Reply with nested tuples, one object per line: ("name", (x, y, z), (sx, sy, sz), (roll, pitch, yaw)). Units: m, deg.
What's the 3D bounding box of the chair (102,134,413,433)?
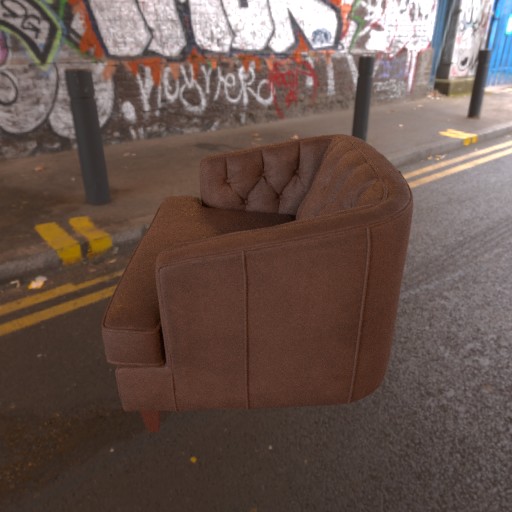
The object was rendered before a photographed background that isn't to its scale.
("chair", (0.000, 0.000, 1.698), (0.914, 0.787, 1.118), (0, 26, 0))
